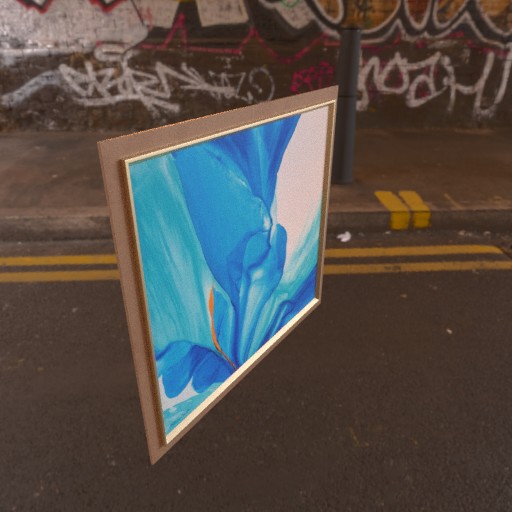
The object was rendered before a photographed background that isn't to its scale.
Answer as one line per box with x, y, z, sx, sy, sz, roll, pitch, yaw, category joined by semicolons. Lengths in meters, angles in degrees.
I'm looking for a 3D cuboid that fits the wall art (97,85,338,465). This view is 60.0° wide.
0.000;0.000;1.637;0.025;1.067;1.168;19;33;31;wall art
